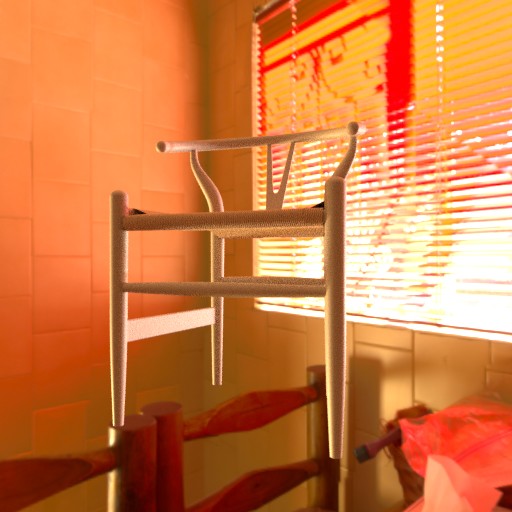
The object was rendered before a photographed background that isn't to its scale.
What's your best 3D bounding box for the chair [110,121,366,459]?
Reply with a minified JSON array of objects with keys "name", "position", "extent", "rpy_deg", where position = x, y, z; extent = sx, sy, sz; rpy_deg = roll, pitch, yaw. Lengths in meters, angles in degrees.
[{"name":"chair","position":[0.000,0.000,1.104],"extent":[0.533,0.736,0.500],"rpy_deg":[0,-1,19]}]
